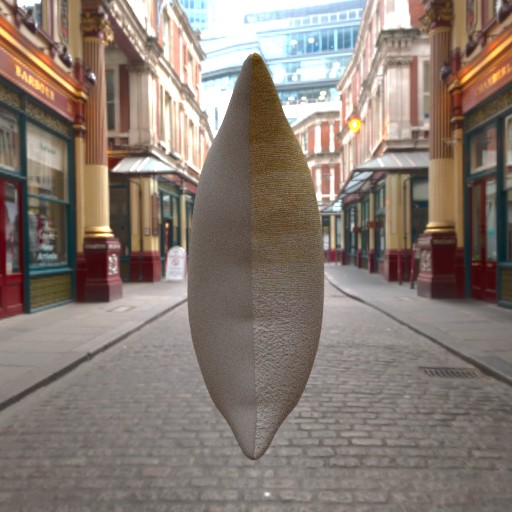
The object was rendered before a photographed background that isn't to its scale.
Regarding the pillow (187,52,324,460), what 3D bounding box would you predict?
[{"bbox_3d":[0.000,0.000,0.706,0.211,0.450,0.450,0,0,1],"label":"pillow"}]
